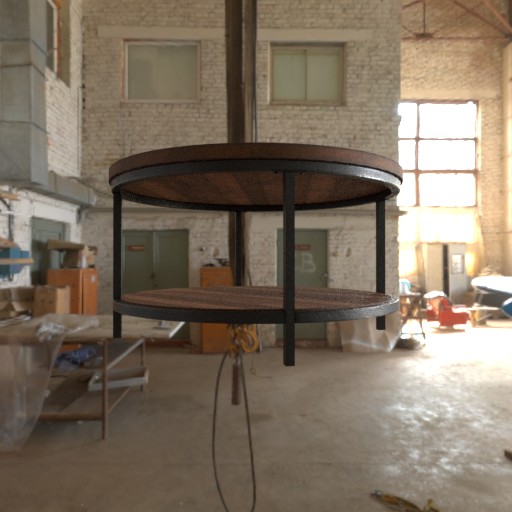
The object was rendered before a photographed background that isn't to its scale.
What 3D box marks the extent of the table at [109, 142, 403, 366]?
[{"bbox_3d":[0.000,0.000,1.326,0.837,0.462,0.837,0,0,0],"label":"table"}]
